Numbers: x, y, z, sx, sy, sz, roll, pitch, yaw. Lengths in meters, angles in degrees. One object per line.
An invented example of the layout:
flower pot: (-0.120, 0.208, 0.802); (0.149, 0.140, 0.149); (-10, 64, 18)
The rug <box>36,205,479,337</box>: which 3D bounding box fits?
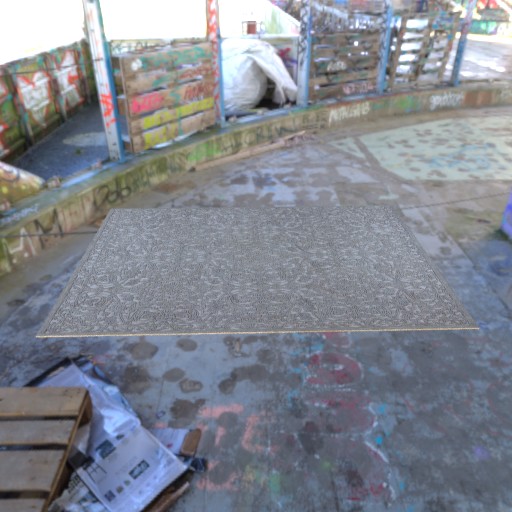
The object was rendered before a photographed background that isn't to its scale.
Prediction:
rug: (0.000, 0.000, 2.348); (1.827, 0.006, 1.221); (-1, 31, -1)
